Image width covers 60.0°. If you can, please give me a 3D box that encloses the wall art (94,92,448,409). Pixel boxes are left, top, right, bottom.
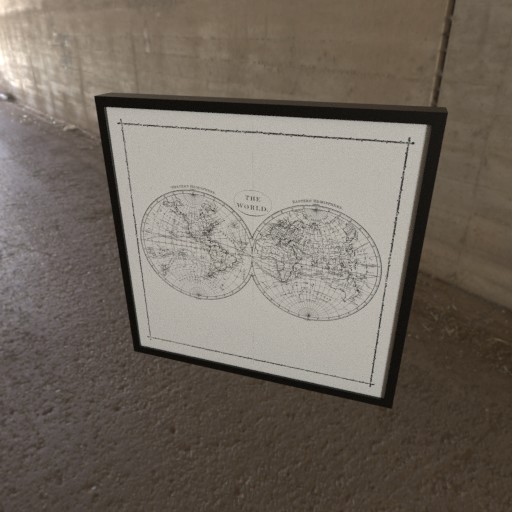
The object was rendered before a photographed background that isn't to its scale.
[{"bbox_3d":[0.000,0.000,0.478,0.327,0.318,0.029,8,28,16],"label":"wall art"}]
